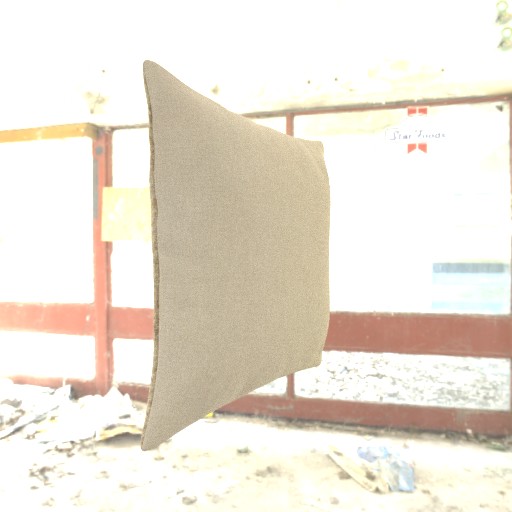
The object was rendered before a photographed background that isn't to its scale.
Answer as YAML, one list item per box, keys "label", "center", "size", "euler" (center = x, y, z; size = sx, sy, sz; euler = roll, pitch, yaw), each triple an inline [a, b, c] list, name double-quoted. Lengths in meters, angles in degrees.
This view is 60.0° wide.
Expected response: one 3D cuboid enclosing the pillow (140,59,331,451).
- label: "pillow"
  center: [0.000, 0.000, 0.789]
  size: [0.166, 0.510, 0.523]
  euler: [0, 1, 34]
